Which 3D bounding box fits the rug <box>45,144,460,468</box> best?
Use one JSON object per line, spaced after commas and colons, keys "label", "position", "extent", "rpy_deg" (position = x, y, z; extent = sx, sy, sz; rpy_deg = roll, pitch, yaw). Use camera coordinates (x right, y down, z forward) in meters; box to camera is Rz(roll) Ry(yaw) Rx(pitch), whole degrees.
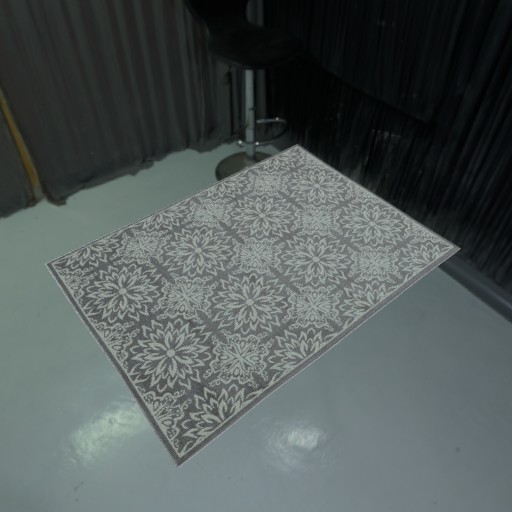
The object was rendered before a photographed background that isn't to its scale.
{"label": "rug", "position": [0.000, 0.000, 2.912], "extent": [2.213, 0.014, 1.608], "rpy_deg": [-30, 54, -25]}
